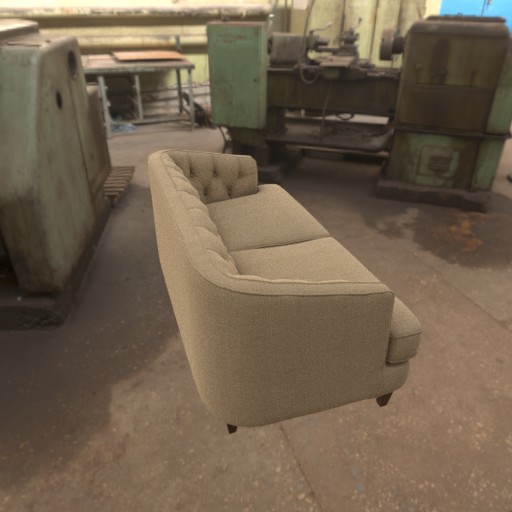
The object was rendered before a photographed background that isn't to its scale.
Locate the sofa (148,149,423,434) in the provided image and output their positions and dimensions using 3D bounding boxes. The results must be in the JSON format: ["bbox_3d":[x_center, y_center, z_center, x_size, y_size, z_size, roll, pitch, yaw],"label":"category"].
[{"bbox_3d":[0.000,0.000,2.407,0.941,0.855,1.733,-10,32,-16],"label":"sofa"}]
